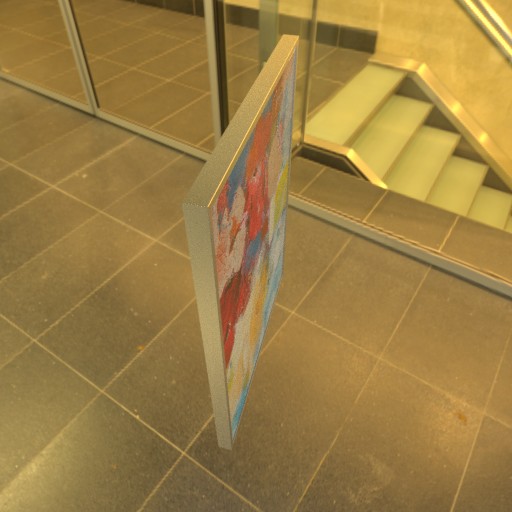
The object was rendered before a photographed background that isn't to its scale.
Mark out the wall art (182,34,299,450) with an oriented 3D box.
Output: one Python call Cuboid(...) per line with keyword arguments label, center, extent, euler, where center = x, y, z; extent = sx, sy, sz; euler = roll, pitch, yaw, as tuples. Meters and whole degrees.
Cuboid(label="wall art", center=(0.000, 0.000, 0.760), extent=(0.025, 0.569, 0.444), euler=(11, 46, 10))
